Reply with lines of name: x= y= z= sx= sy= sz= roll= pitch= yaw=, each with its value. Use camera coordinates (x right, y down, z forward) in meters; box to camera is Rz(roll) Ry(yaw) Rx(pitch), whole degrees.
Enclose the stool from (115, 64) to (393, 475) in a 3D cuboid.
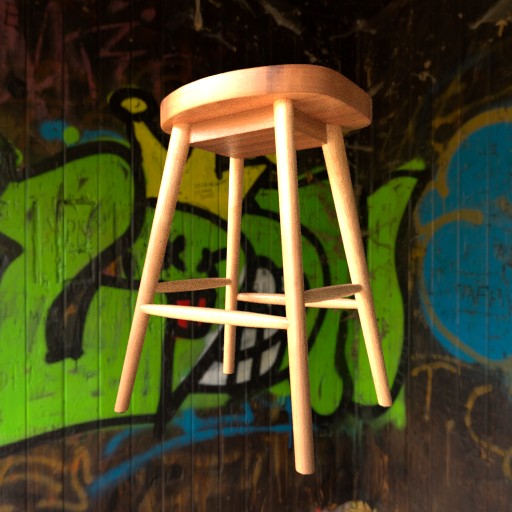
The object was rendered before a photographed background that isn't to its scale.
stool: x=0.000 y=0.000 z=0.887 sx=0.440 sy=0.615 sz=0.361 roll=0 pitch=1 yaw=36
